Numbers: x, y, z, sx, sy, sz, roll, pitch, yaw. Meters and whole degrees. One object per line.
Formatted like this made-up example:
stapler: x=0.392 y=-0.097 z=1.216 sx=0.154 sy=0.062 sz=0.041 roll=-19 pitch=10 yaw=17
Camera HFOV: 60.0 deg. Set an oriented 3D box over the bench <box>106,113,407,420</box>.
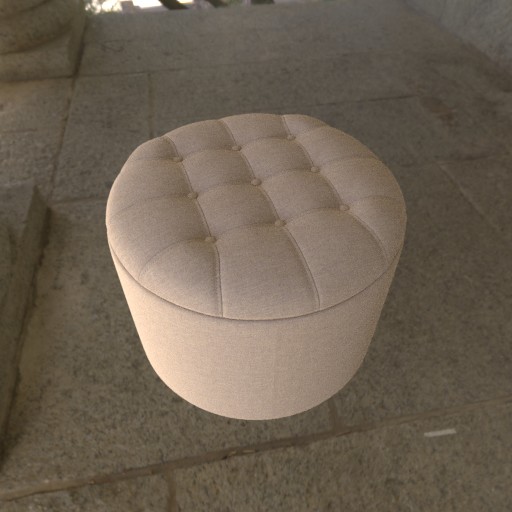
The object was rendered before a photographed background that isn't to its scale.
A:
bench: x=0.000 y=0.000 z=1.019 sx=0.600 sy=0.454 sz=0.600 roll=0 pitch=46 yaw=0
